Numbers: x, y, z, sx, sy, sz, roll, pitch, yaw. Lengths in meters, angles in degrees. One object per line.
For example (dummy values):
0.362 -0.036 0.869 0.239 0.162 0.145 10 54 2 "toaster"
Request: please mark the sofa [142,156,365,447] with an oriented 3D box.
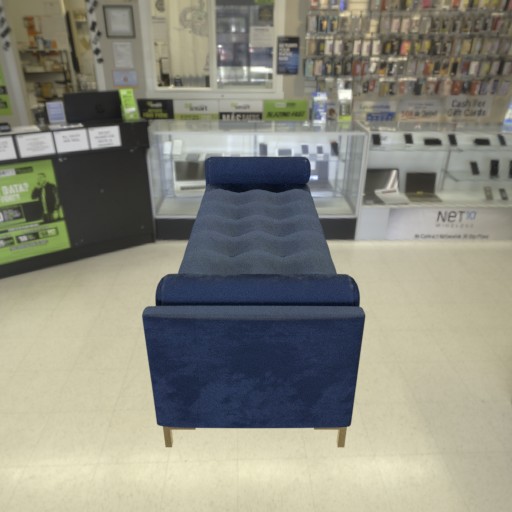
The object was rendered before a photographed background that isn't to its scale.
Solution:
0.000 0.000 2.563 0.796 0.705 2.102 0 27 0 "sofa"
